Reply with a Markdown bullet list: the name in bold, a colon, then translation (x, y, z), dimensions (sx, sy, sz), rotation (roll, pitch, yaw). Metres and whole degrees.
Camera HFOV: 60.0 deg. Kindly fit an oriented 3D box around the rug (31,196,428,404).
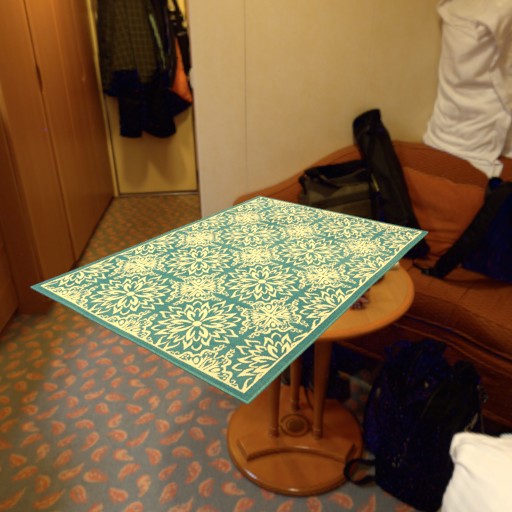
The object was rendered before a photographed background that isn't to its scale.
- **rug**: translation (0.000, 0.000, 2.898), dimensions (1.554, 0.012, 2.205), rotation (17, 30, 33)
